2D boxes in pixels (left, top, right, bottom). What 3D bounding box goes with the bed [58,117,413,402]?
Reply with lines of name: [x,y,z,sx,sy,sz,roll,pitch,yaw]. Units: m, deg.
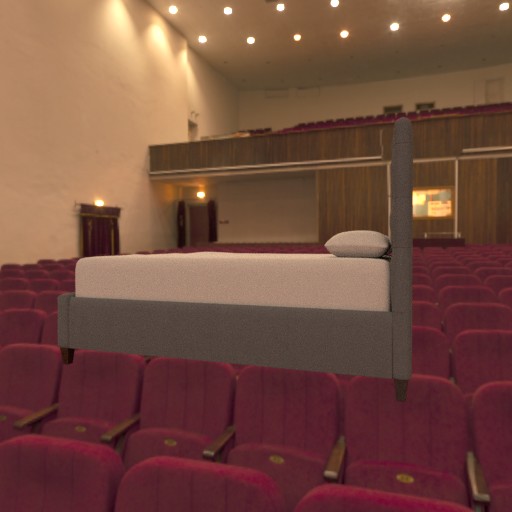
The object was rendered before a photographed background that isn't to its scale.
bed: [0.000,0.000,3.351,2.231,1.427,1.698,0,1,19]
